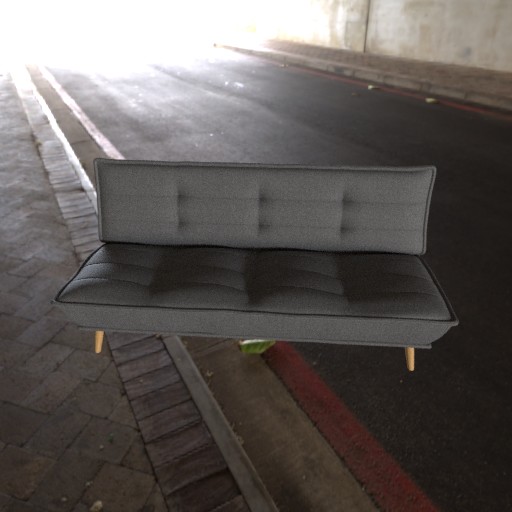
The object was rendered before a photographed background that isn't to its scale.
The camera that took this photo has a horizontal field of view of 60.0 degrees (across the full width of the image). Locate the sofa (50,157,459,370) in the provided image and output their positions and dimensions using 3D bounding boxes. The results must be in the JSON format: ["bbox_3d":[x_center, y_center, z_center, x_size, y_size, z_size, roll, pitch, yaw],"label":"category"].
[{"bbox_3d":[0.000,0.000,2.458,1.940,0.890,0.950,2,30,4],"label":"sofa"}]
